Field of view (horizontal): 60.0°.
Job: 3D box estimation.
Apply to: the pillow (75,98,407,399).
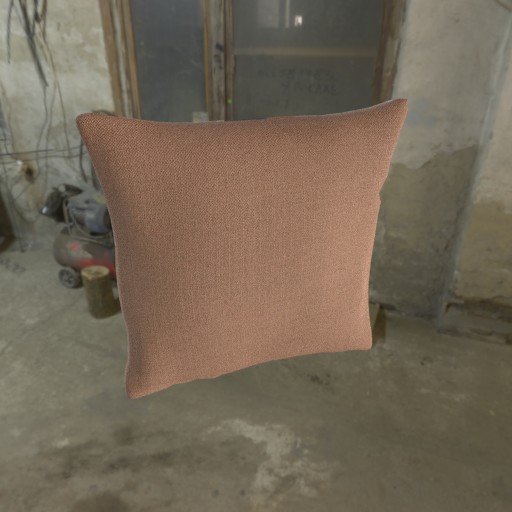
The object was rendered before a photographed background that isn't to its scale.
[{"bbox_3d":[0.000,0.000,0.729,0.478,0.479,0.158,-8,28,-15],"label":"pillow"}]
